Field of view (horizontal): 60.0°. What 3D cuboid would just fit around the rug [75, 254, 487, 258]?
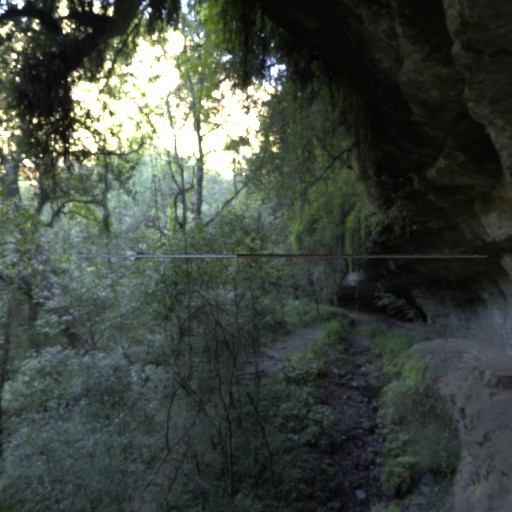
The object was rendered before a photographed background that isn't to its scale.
[{"bbox_3d":[0.000,0.000,4.130,2.466,0.021,3.049,0,0,-36],"label":"rug"}]
